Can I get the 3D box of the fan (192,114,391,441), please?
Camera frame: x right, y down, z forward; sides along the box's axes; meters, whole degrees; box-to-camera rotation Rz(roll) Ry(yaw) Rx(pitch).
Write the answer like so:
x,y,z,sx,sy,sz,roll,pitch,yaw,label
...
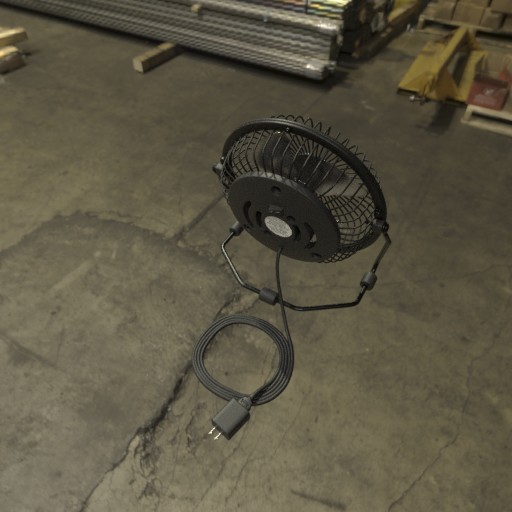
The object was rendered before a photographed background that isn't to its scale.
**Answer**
x,y,z,sx,sy,sz,roll,pitch,yaw,label
0.000,0.000,0.309,0.153,0.152,0.202,23,51,20,fan
